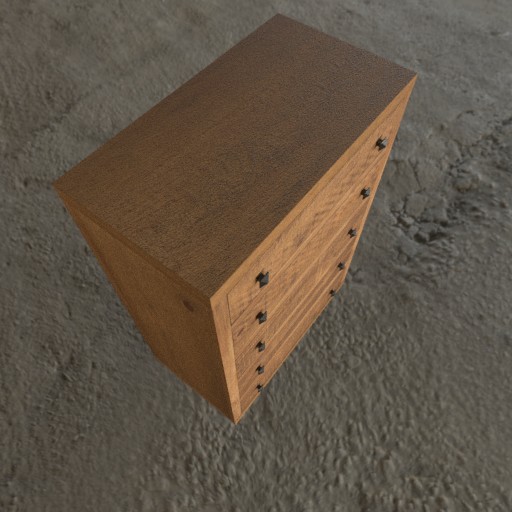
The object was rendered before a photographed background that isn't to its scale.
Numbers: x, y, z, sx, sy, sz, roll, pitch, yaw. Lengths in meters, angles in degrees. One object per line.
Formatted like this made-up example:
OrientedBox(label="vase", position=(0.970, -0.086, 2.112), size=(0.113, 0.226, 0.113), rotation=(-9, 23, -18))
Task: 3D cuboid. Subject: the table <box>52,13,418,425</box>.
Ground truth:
OrientedBox(label="table", position=(0.000, 0.000, 1.700), size=(0.524, 1.294, 0.901), rotation=(34, 64, 19))
